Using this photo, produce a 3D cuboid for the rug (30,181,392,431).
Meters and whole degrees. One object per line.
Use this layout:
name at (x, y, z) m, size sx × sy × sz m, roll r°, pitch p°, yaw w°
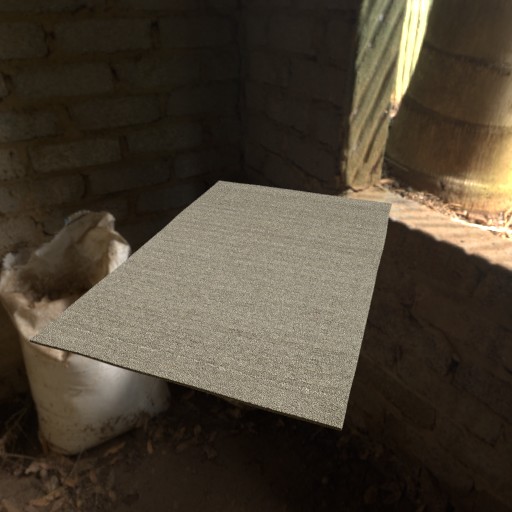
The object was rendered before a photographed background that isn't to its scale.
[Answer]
rug at (0.000, 0.000, 2.874) m, size 1.532 × 0.018 × 2.297 m, roll 10°, pitch 32°, yaw 17°
